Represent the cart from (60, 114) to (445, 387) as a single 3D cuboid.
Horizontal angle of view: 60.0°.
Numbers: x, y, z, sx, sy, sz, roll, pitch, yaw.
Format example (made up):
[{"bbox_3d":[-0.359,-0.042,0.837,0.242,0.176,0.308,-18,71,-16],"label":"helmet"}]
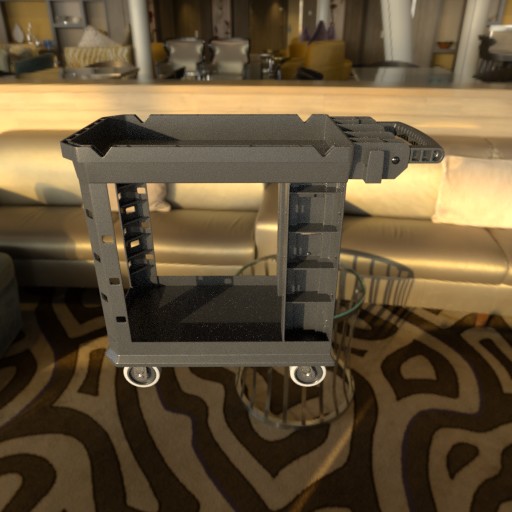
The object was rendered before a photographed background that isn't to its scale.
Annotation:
[{"bbox_3d":[0.000,0.000,1.562,1.061,0.884,0.497,0,27,0],"label":"cart"}]
